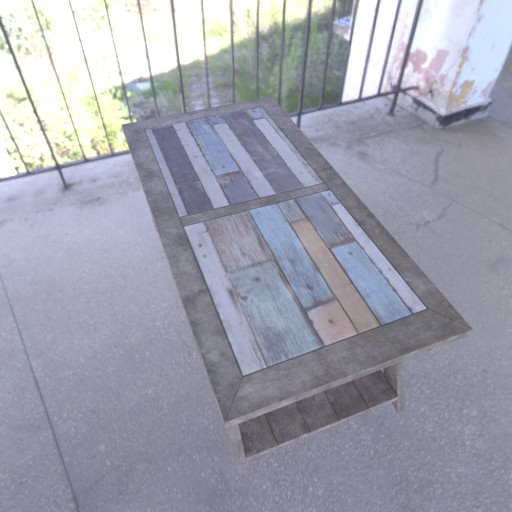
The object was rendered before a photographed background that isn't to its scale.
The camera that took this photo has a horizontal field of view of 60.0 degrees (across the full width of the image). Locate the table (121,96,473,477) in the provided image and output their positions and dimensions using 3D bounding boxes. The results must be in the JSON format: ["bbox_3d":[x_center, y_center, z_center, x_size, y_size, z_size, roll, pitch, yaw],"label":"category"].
[{"bbox_3d":[0.000,0.000,1.517,0.610,0.470,1.219,-16,49,-14],"label":"table"}]
